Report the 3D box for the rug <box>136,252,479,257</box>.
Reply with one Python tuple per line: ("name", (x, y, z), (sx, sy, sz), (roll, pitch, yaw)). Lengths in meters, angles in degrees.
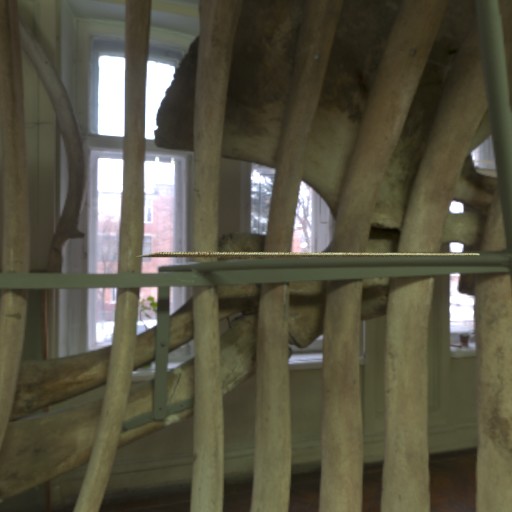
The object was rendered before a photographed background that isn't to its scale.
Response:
("rug", (0.000, 0.000, 3.086), (1.533, 0.011, 2.439), (0, 0, -17))
